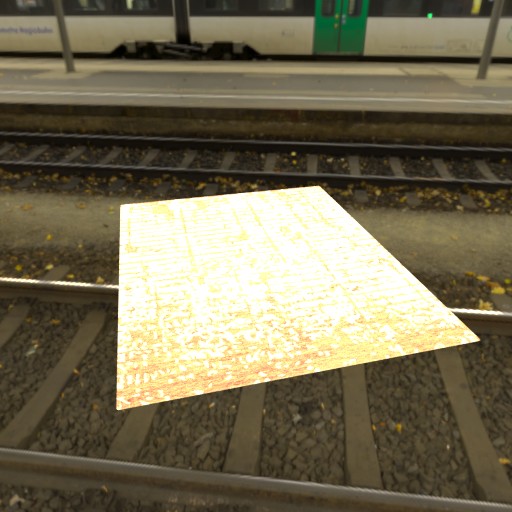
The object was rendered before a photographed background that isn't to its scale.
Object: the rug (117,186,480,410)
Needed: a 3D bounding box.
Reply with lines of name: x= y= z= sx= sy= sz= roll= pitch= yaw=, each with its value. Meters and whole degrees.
rug: x=0.000 y=0.000 z=4.096 sx=2.441 sy=0.011 sz=3.050 roll=-7 pitch=31 yaw=-12
